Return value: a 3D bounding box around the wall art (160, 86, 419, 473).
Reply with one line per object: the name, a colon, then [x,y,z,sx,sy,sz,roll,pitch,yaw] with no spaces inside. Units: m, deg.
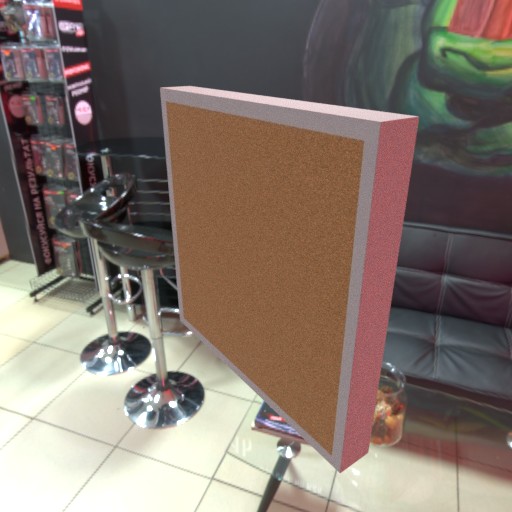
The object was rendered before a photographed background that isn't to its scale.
wall art: [0.000,0.000,0.452,0.038,0.305,0.305,-18,30,-33]
